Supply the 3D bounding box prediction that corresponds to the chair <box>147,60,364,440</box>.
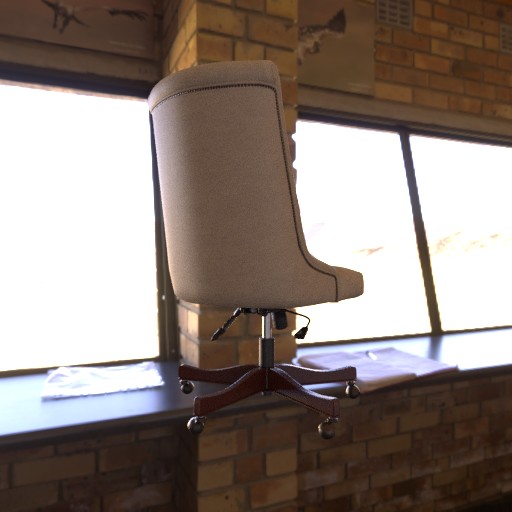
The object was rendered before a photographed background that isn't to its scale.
[{"bbox_3d":[0.000,0.000,1.454,0.645,1.010,0.696,0,1,35],"label":"chair"}]
